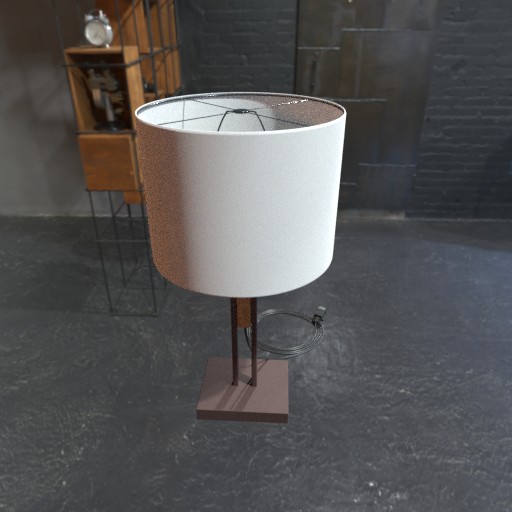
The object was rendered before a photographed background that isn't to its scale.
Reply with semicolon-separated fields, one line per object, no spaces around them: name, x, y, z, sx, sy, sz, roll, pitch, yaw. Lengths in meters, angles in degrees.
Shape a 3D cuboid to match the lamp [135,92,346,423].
lamp;0.000;0.000;0.993;0.396;0.668;0.525;2;29;3
